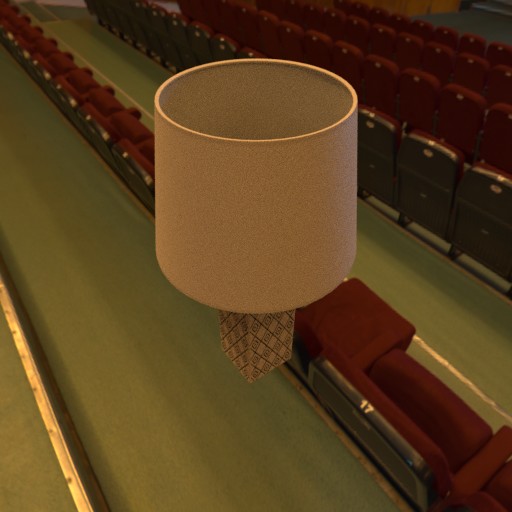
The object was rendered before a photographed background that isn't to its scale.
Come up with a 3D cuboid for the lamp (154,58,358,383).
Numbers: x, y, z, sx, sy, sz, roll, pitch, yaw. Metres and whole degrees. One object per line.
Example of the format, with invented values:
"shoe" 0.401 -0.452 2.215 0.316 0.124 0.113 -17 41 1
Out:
"lamp" 0.000 0.000 0.584 0.251 0.435 0.251 0 42 0
